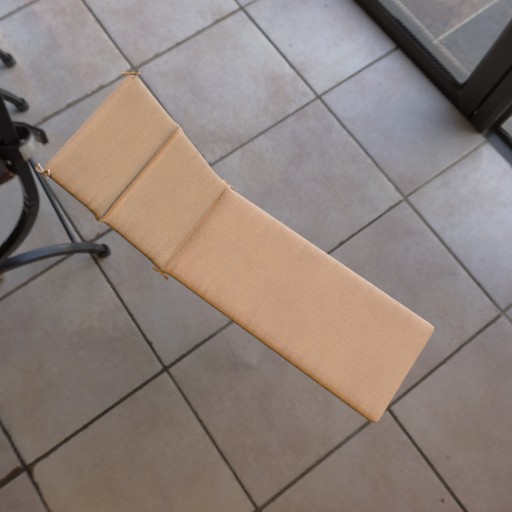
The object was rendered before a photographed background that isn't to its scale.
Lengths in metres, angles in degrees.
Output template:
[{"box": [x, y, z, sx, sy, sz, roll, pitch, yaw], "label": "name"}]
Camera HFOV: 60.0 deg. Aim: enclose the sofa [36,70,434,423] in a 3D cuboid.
[{"box": [0.000, 0.000, 1.855, 1.663, 0.622, 0.582, 35, 78, 8], "label": "sofa"}]
